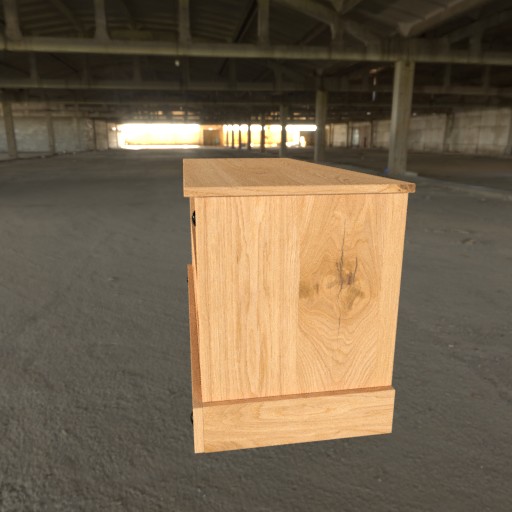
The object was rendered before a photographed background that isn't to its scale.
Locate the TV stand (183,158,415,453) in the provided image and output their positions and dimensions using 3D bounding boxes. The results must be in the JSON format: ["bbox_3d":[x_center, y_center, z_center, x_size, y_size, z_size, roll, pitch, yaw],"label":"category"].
[{"bbox_3d":[0.000,0.000,1.389,0.440,0.550,1.080,-2,15,-9],"label":"TV stand"}]
